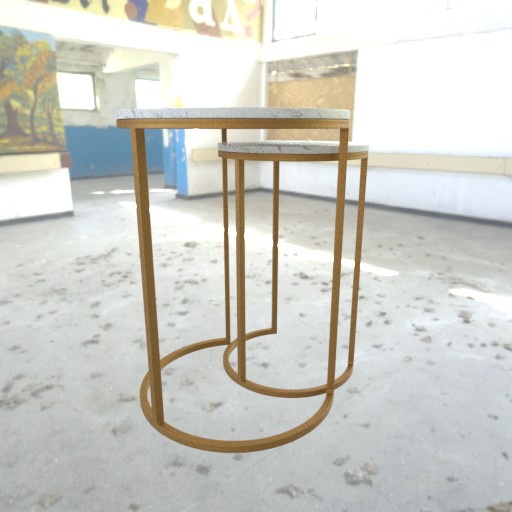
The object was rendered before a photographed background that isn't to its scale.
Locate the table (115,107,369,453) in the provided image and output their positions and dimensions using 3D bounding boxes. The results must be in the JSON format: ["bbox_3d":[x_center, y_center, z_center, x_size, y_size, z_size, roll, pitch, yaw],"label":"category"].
[{"bbox_3d":[0.000,0.000,0.891,0.507,0.550,0.400,-15,22,-42],"label":"table"}]
